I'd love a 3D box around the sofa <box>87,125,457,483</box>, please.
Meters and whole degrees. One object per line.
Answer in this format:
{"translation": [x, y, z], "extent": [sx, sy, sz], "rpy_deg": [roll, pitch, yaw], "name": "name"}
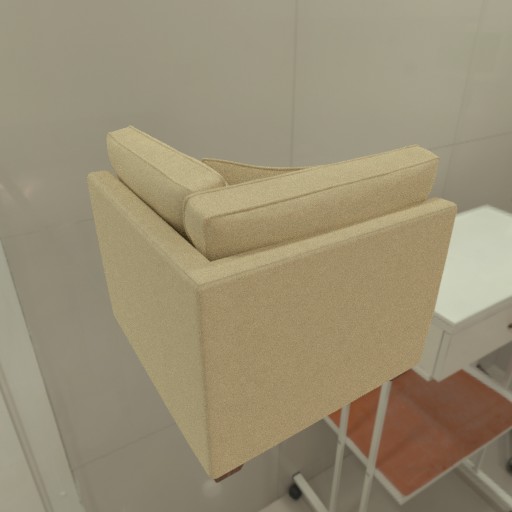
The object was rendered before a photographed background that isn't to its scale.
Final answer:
{"translation": [0.000, 0.000, 1.930], "extent": [1.084, 1.002, 1.146], "rpy_deg": [-17, 32, -28], "name": "sofa"}
